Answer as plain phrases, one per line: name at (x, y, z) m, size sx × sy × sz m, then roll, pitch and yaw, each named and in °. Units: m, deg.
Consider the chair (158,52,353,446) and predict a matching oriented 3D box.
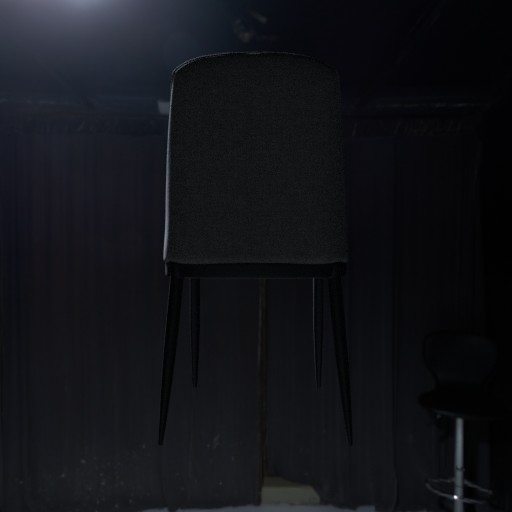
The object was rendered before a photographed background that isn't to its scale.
chair at (0.000, 0.000, 1.186) m, size 0.488 × 0.855 × 0.550 m, roll 0°, pitch 0°, yaw 0°
